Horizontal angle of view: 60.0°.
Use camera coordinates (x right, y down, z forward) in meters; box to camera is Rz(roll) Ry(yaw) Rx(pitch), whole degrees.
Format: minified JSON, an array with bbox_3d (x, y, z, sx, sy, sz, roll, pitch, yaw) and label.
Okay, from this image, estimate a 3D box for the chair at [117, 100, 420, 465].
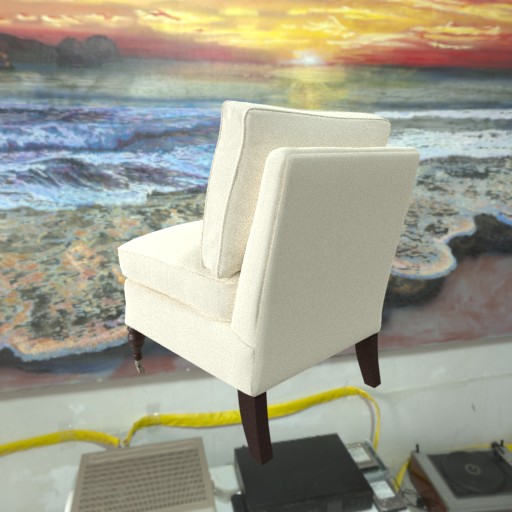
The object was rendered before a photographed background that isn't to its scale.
[{"bbox_3d":[0.000,0.000,1.429,0.630,0.887,0.781,-13,19,-42],"label":"chair"}]
